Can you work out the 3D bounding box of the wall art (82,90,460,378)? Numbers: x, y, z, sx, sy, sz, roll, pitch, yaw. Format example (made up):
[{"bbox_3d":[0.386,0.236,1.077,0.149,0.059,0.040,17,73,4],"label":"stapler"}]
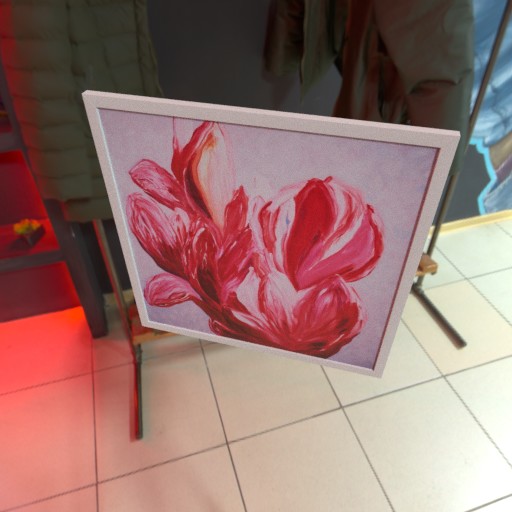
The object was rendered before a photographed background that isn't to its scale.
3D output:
[{"bbox_3d":[0.000,0.000,1.188,0.805,0.803,0.022,10,42,11],"label":"wall art"}]
